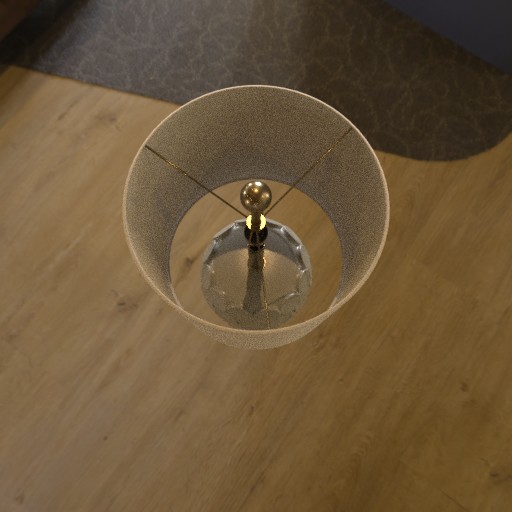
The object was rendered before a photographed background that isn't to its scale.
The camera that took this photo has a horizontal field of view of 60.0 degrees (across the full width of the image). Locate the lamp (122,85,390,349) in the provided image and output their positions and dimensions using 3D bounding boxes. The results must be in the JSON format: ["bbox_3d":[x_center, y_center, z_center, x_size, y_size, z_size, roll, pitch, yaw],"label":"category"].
[{"bbox_3d":[0.000,0.000,0.618,0.254,0.452,0.254,0,75,0],"label":"lamp"}]
